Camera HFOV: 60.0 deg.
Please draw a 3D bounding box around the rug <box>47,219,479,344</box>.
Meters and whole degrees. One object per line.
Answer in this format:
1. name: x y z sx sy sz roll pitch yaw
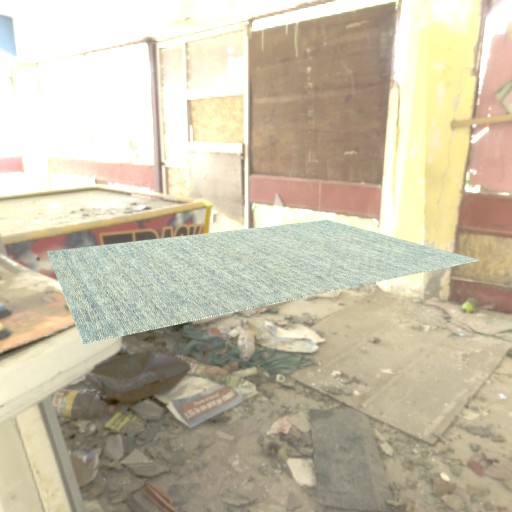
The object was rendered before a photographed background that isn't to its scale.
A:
1. rug: 0.000 0.000 2.144 1.752 0.006 1.142 -8 18 -28
